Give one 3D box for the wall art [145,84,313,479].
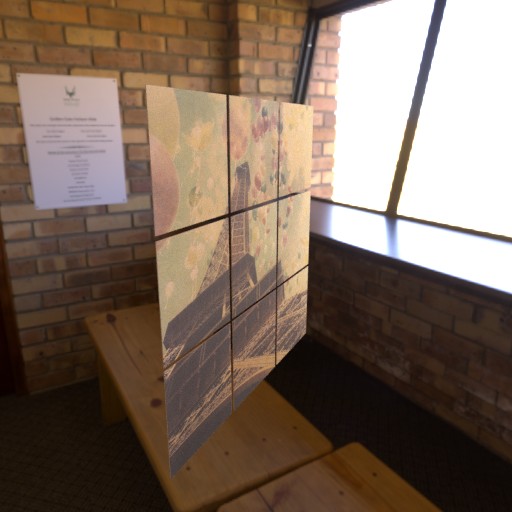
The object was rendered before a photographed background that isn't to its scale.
[{"bbox_3d":[0.000,0.000,2.246,0.002,1.505,1.517,8,18,26],"label":"wall art"}]
